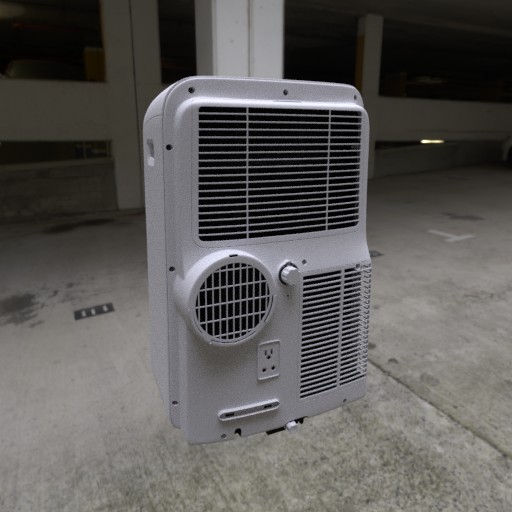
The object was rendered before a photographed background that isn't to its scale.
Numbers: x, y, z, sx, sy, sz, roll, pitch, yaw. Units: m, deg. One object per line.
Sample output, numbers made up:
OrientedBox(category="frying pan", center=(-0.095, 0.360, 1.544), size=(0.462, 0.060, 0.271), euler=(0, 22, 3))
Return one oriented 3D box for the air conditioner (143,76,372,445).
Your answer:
OrientedBox(category="air conditioner", center=(0.000, 0.000, 0.973), size=(0.454, 0.700, 0.365), euler=(-7, 16, -24))
